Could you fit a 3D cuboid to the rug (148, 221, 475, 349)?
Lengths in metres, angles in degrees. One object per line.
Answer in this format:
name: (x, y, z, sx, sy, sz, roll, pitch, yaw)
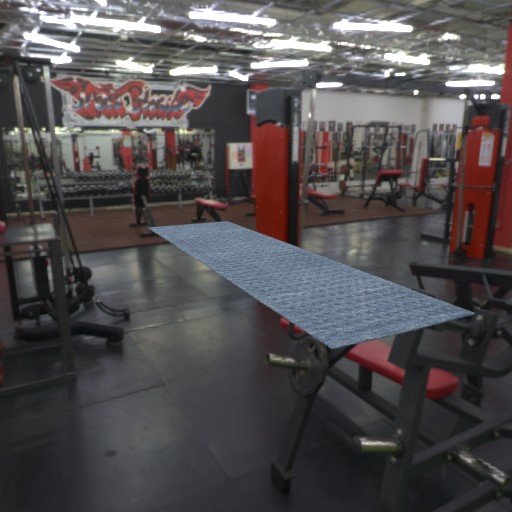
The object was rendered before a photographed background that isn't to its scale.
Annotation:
rug: (0.000, 0.000, 2.624, 0.688, 0.008, 2.443, -7, 16, -26)
